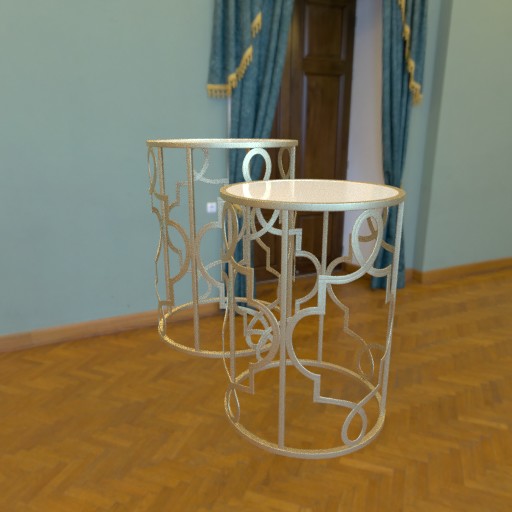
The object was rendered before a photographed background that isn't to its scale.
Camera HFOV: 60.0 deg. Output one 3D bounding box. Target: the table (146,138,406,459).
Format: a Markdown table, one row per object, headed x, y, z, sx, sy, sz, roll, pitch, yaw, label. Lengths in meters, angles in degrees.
| x | y | z | sx | sy | sz | roll | pitch | yaw | label |
| --- | --- | --- | --- | --- | --- | --- | --- | --- | --- |
| 0.000 | 0.000 | 1.136 | 0.420 | 0.564 | 0.846 | -8 | 18 | -25 | table |
